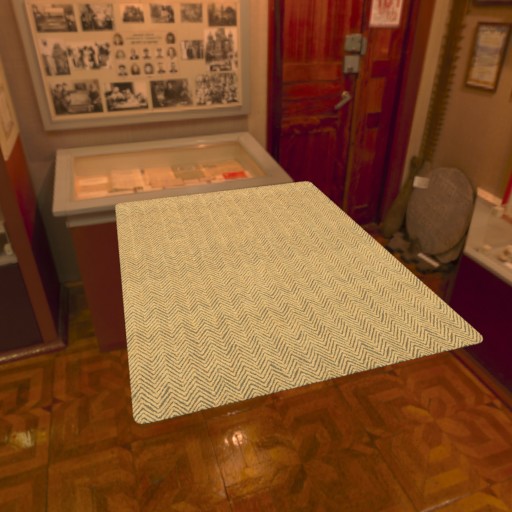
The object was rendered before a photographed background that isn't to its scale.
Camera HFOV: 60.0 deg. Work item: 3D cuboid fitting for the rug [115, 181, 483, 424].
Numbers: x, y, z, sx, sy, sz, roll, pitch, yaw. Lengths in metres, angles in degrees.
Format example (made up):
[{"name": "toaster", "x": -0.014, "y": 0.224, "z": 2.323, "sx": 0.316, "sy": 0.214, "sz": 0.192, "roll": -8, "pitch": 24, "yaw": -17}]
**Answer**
[{"name": "rug", "x": 0.000, "y": 0.000, "z": 4.145, "sx": 2.439, "sy": 0.014, "sz": 3.207, "roll": -9, "pitch": 32, "yaw": -15}]
